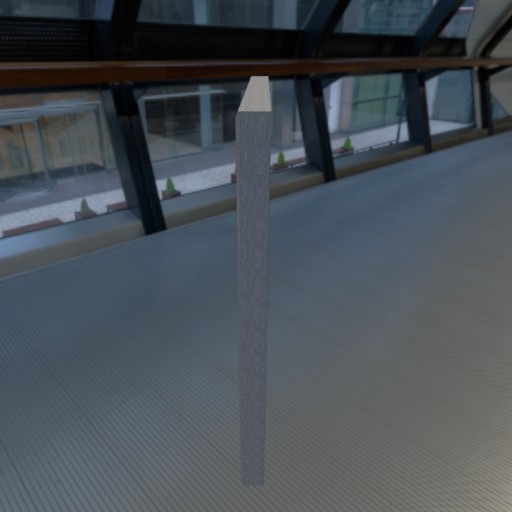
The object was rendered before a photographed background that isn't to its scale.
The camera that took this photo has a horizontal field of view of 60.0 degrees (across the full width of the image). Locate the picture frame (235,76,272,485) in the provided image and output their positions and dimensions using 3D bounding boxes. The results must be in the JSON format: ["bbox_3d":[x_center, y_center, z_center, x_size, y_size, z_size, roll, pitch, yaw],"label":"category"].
[{"bbox_3d":[0.000,0.000,0.531,0.027,0.378,0.327,0,26,1],"label":"picture frame"}]
